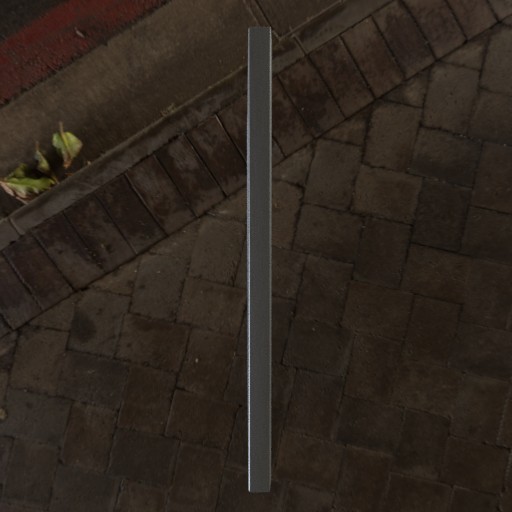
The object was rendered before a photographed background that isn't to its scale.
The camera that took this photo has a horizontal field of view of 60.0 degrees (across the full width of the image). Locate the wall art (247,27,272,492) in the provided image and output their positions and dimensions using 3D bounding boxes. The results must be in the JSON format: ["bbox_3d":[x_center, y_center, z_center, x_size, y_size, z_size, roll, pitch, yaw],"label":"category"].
[{"bbox_3d":[0.000,0.000,0.756,0.028,0.457,0.556,0,93,-1],"label":"wall art"}]
